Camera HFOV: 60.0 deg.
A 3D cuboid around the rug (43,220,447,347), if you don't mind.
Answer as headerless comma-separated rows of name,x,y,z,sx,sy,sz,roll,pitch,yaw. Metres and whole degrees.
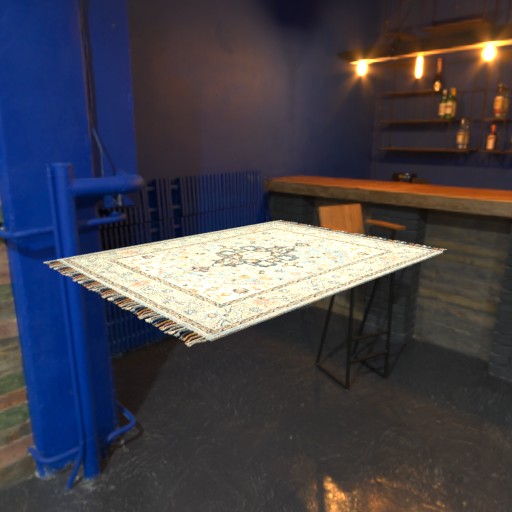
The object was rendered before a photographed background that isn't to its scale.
rug,0.000,0.000,2.327,1.730,0.009,1.278,-14,20,-42
